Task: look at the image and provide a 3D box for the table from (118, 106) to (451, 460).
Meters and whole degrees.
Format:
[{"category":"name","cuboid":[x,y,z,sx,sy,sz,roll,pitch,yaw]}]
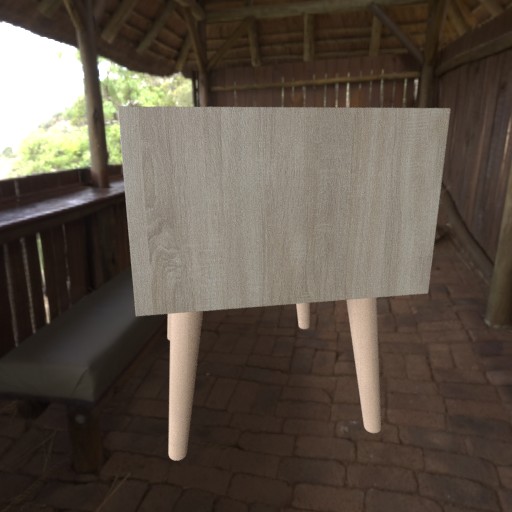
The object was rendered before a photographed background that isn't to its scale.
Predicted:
[{"category":"table","cuboid":[0.000,0.000,0.757,0.370,0.470,0.450,-3,17,-11]}]
